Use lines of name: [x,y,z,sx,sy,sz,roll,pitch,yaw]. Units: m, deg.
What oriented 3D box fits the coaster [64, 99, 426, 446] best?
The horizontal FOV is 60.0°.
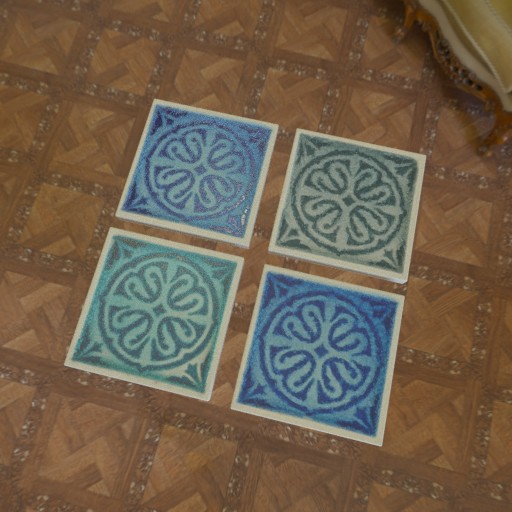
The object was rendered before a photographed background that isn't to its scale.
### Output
coaster: [0.000,0.000,0.326,0.219,0.010,0.214,13,76,3]
